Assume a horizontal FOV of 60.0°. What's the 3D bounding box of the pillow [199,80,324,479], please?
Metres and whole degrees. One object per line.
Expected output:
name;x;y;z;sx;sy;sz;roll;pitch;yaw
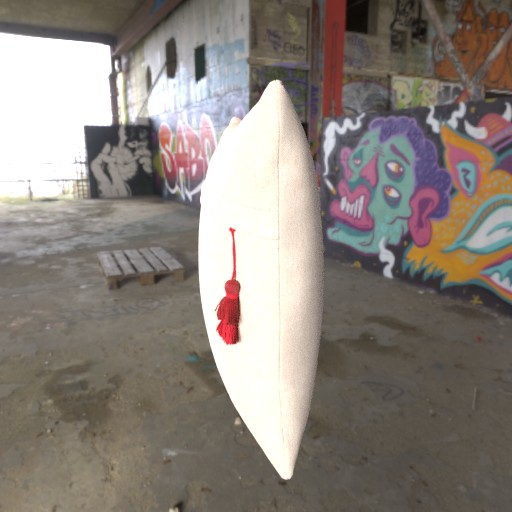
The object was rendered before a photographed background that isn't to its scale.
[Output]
pillow;0.000;0.000;0.671;0.173;0.436;0.433;-2;13;-8
